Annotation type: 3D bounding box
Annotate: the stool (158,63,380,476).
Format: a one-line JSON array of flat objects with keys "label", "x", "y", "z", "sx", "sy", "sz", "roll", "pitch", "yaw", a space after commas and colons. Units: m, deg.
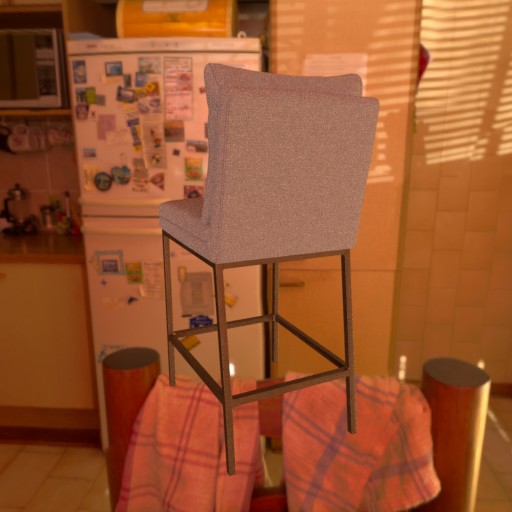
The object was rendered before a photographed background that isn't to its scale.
[{"label": "stool", "x": 0.000, "y": 0.000, "z": 1.368, "sx": 0.463, "sy": 1.031, "sz": 0.569, "roll": -6, "pitch": 15, "yaw": -25}]
